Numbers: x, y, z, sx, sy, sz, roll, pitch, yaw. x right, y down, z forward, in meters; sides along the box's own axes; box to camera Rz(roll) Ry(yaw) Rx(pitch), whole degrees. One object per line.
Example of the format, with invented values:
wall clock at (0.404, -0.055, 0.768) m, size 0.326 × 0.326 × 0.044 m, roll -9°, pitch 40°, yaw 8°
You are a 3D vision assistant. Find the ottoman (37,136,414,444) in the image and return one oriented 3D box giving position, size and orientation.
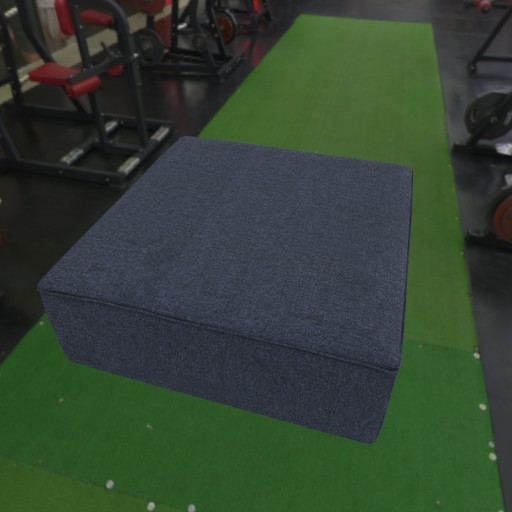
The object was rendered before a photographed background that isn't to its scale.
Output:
ottoman at (0.000, 0.000, 1.599) m, size 1.017 × 0.423 × 1.023 m, roll 11°, pitch 41°, yaw 13°
